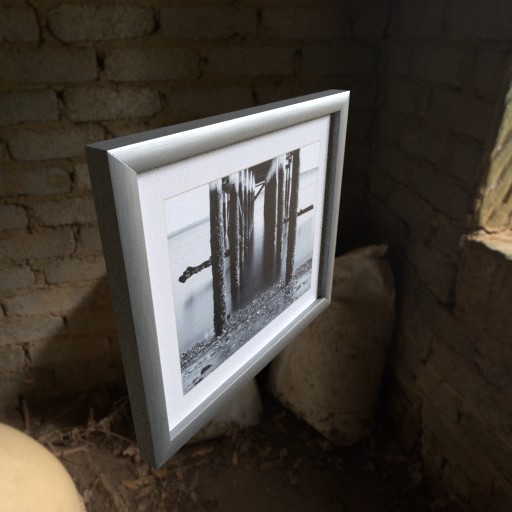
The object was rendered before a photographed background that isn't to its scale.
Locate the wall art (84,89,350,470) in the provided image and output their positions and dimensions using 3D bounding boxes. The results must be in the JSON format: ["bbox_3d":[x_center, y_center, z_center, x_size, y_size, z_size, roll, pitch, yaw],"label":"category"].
[{"bbox_3d":[0.000,0.000,0.522,0.028,0.330,0.380,19,33,31],"label":"wall art"}]
